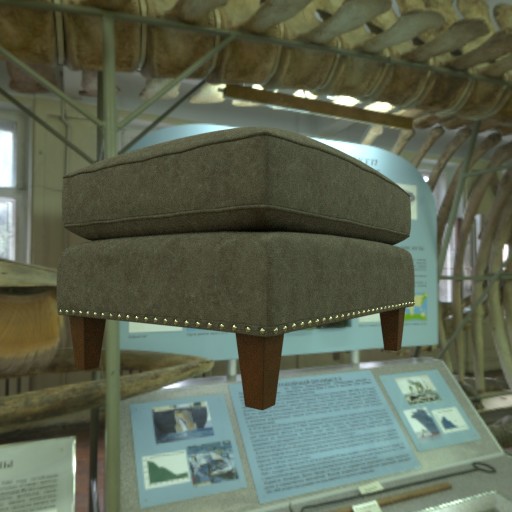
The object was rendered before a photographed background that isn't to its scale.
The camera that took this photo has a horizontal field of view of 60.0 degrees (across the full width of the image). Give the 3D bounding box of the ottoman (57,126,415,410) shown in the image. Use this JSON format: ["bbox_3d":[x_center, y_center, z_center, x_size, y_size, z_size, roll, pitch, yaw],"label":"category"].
[{"bbox_3d":[0.000,0.000,1.122,0.584,0.513,0.741,-1,-2,36],"label":"ottoman"}]
